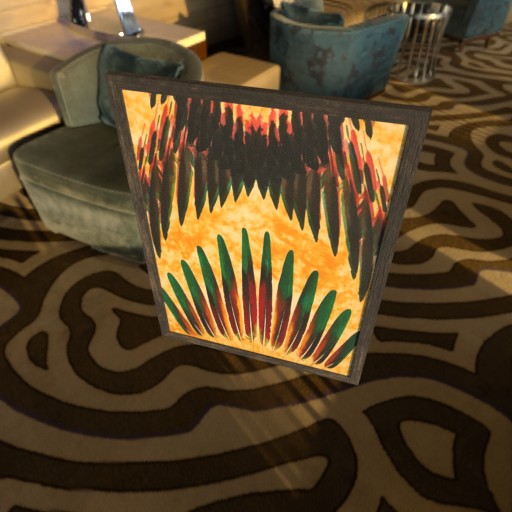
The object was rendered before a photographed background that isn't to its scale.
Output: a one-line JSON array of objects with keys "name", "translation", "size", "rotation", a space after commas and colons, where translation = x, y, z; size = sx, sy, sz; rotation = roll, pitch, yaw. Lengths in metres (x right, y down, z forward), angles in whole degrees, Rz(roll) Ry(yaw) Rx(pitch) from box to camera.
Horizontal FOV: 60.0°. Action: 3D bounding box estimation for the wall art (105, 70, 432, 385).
[{"name": "wall art", "translation": [0.000, 0.000, 1.418], "size": [0.812, 1.066, 0.029], "rotation": [11, 43, 13]}]
